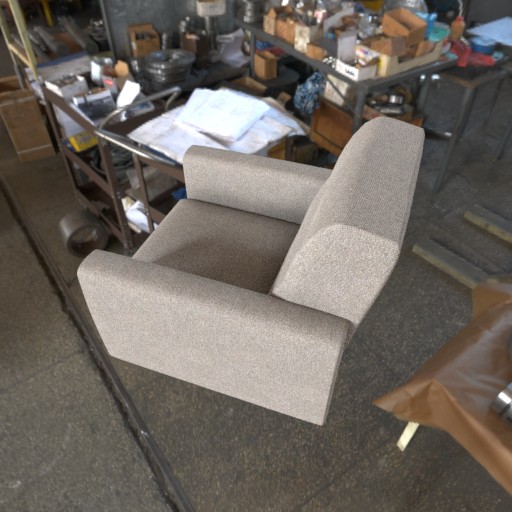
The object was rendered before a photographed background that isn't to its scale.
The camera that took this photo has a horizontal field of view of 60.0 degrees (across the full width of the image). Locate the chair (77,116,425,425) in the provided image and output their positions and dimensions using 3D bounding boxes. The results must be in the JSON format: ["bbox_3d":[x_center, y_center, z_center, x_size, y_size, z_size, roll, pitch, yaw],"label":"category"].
[{"bbox_3d":[0.000,0.000,1.642,0.942,0.968,0.845,15,46,15],"label":"chair"}]
